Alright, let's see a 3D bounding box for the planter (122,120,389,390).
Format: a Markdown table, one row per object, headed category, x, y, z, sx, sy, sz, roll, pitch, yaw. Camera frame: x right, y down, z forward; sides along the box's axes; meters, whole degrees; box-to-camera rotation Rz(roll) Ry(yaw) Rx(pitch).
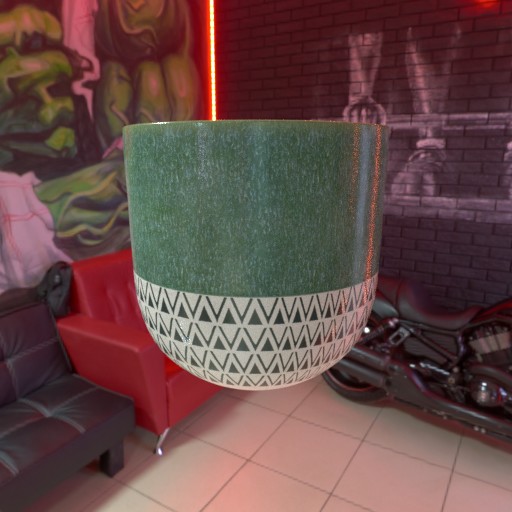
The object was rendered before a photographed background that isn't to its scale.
| category | x | y | z | sx | sy | sz | roll | pitch | yaw |
| --- | --- | --- | --- | --- | --- | --- | --- | --- | --- |
| planter | 0.000 | 0.000 | 0.489 | 0.266 | 0.270 | 0.266 | 0 | 13 | 0 |
